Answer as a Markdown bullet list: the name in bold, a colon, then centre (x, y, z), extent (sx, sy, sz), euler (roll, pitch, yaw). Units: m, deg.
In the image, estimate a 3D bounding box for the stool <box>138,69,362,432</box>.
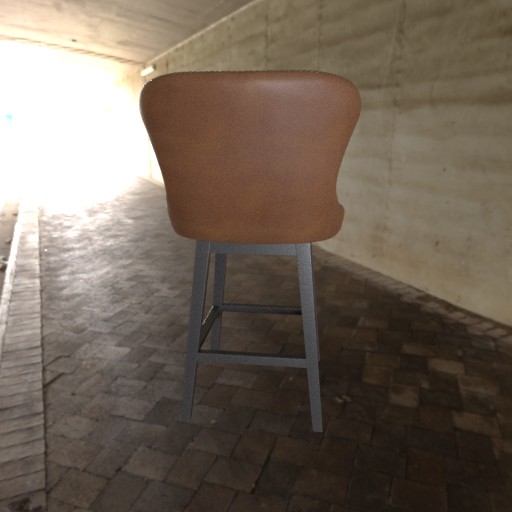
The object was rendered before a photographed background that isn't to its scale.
- **stool**: centre (0.000, 0.000, 1.328), extent (0.528, 0.971, 0.593), euler (2, 16, 7)
